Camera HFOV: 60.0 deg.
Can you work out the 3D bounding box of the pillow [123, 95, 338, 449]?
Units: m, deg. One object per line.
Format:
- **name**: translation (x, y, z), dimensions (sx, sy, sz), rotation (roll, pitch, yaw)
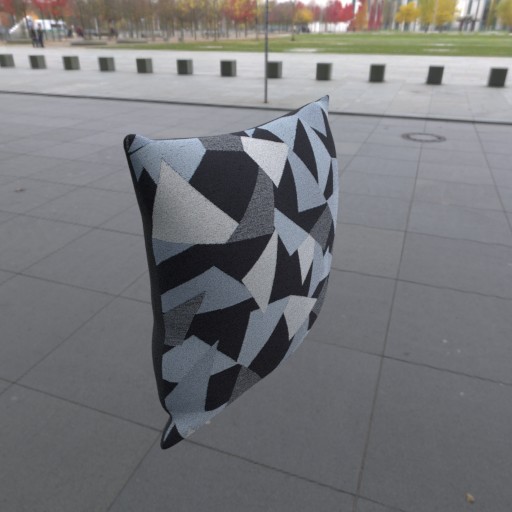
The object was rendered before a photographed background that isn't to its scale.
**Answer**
- **pillow**: translation (0.000, 0.000, 0.774), dimensions (0.208, 0.496, 0.503), rotation (18, 32, 31)
